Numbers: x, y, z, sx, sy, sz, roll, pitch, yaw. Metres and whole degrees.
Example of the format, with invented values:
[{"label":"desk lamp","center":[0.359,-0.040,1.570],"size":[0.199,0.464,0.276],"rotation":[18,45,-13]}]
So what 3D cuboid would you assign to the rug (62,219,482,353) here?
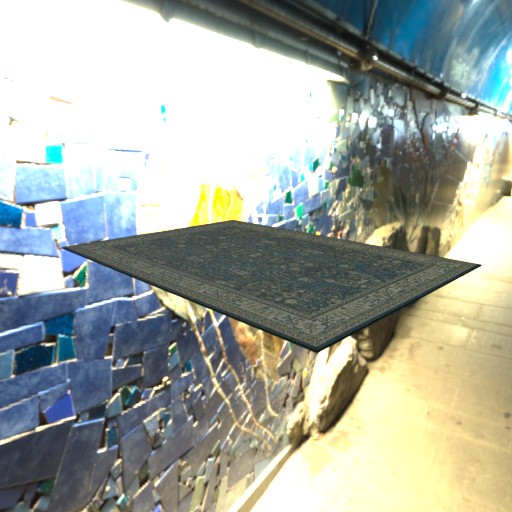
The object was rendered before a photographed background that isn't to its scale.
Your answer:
[{"label":"rug","center":[0.000,0.000,2.854],"size":[1.594,0.013,2.213],"rotation":[-14,20,-43]}]
